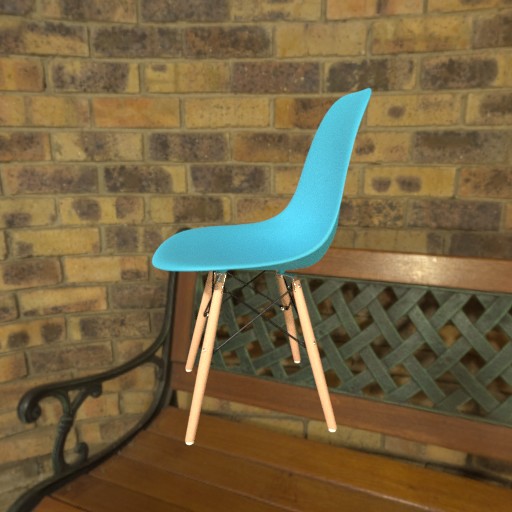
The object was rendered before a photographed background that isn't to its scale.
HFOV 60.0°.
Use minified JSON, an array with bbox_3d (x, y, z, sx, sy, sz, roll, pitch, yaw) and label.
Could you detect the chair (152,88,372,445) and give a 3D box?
[{"bbox_3d":[0.000,0.000,1.165,0.531,0.826,0.470,-2,14,-8],"label":"chair"}]
